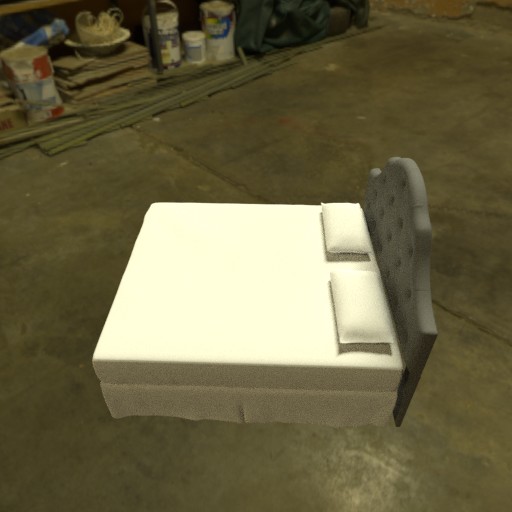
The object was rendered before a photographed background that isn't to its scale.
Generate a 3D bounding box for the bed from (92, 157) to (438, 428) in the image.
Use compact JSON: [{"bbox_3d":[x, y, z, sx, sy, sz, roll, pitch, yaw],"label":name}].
[{"bbox_3d":[0.000,0.000,3.539,2.214,1.615,2.008,1,41,2],"label":"bed"}]
